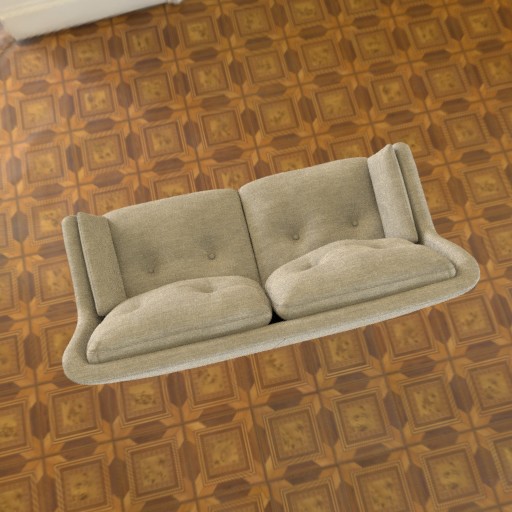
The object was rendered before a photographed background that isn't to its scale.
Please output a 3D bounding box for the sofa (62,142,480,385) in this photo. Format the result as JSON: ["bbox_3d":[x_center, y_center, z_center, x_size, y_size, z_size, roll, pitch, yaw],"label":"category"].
[{"bbox_3d":[0.000,0.000,2.388,1.930,0.897,0.976,-13,76,-3],"label":"sofa"}]
